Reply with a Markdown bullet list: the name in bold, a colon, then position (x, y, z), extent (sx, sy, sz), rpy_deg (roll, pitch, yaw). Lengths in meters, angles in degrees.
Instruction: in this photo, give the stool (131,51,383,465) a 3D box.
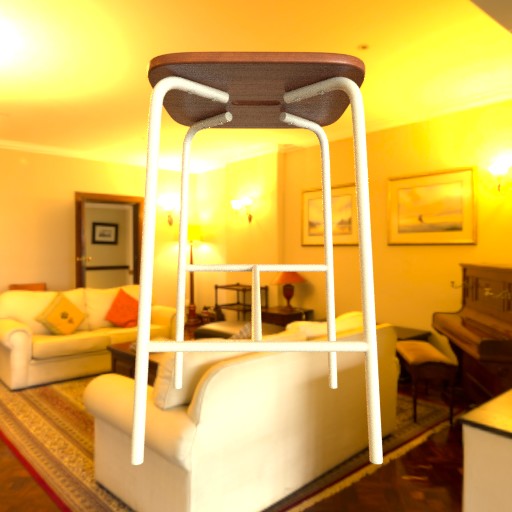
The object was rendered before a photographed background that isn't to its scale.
- **stool**: position (0.000, 0.000, 0.837), extent (0.376, 0.610, 0.376), rpy_deg (0, 1, 0)
